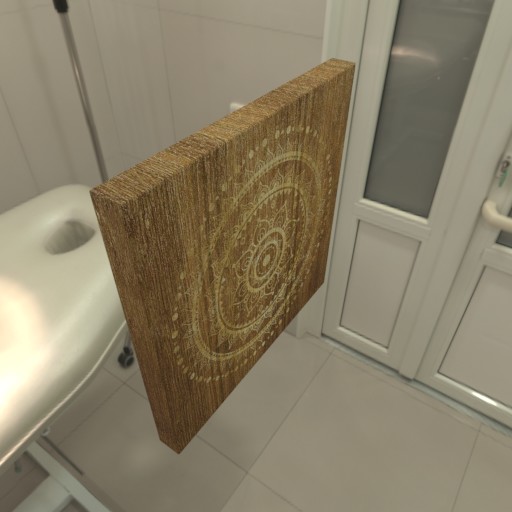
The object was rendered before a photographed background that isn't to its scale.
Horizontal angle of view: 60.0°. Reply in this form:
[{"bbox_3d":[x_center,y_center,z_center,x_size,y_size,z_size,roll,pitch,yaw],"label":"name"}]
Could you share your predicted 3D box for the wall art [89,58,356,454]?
[{"bbox_3d":[0.000,0.000,0.596,0.039,0.403,0.406,24,46,26],"label":"wall art"}]
